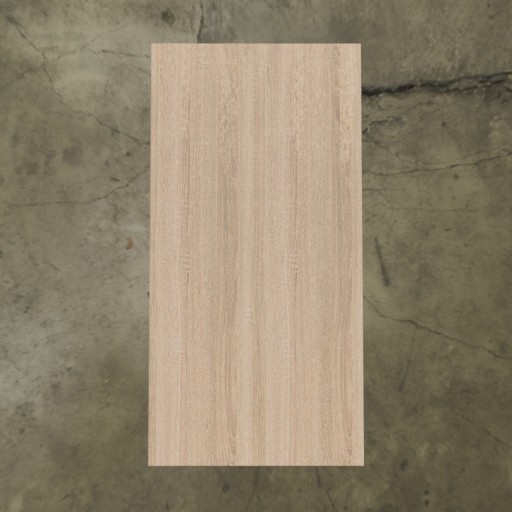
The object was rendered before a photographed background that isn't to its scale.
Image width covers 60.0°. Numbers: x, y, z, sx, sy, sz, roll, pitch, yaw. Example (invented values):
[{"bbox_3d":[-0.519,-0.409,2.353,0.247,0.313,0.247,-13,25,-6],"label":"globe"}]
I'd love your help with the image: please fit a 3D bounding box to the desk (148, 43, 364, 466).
[{"bbox_3d":[0.000,0.000,1.369,0.499,0.660,0.991,0,88,0],"label":"desk"}]
